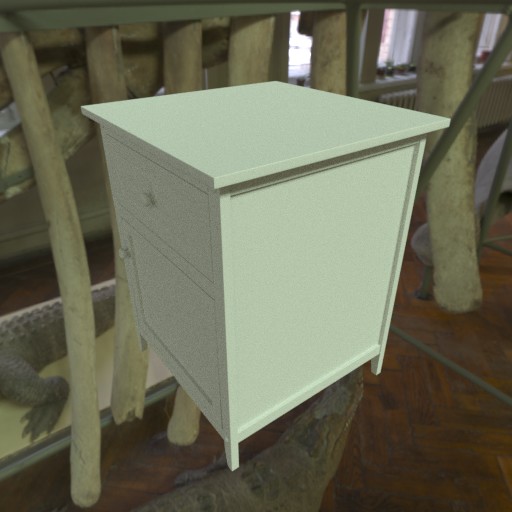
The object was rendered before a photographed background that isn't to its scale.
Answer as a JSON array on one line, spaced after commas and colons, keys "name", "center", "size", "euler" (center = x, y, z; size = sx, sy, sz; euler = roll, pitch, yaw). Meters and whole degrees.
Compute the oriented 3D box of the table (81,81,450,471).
[{"name": "table", "center": [0.000, 0.000, 0.762], "size": [0.381, 0.483, 0.381], "euler": [-21, 36, -31]}]
